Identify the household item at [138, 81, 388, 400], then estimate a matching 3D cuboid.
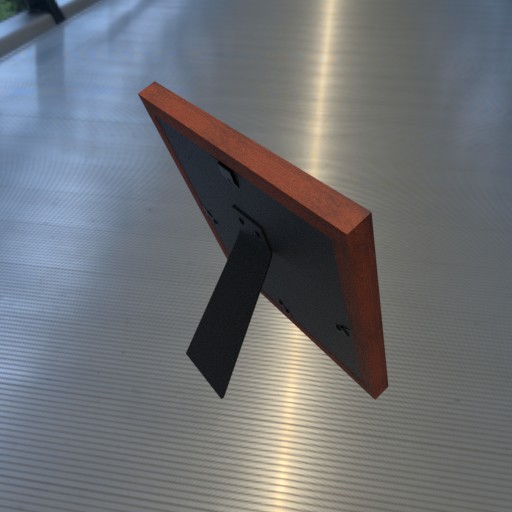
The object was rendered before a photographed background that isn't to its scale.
[{"bbox_3d":[0.000,0.000,0.385,0.131,0.240,0.240,-26,47,-27],"label":"household item"}]
